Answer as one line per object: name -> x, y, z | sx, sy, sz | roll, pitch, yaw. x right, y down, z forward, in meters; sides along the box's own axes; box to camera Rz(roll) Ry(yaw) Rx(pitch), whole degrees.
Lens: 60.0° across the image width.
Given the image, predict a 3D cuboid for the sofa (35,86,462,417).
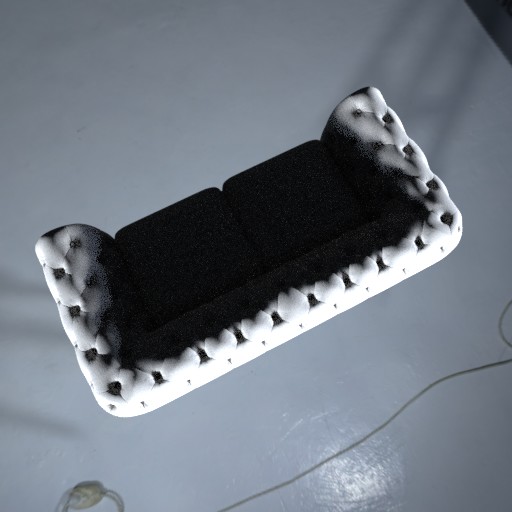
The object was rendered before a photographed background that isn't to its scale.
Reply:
sofa -> 0.000, 0.000, 2.447 | 1.998, 0.764, 0.986 | -26, 77, -7
